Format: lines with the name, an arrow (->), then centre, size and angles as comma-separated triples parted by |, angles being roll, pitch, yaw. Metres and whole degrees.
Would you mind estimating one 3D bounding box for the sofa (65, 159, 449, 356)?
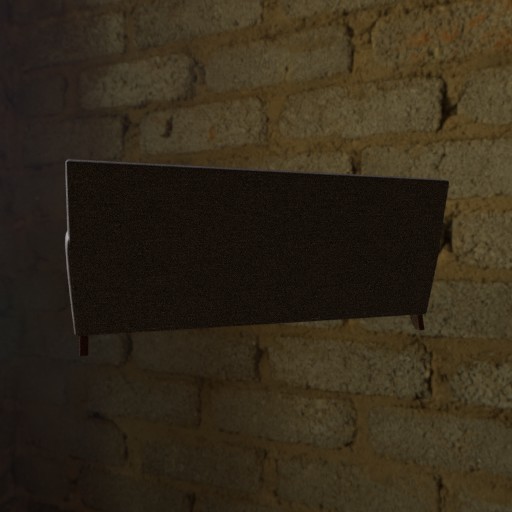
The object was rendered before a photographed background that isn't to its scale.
sofa -> 0.000, 0.000, 2.507 | 1.976, 0.846, 0.875 | -1, 2, -18
